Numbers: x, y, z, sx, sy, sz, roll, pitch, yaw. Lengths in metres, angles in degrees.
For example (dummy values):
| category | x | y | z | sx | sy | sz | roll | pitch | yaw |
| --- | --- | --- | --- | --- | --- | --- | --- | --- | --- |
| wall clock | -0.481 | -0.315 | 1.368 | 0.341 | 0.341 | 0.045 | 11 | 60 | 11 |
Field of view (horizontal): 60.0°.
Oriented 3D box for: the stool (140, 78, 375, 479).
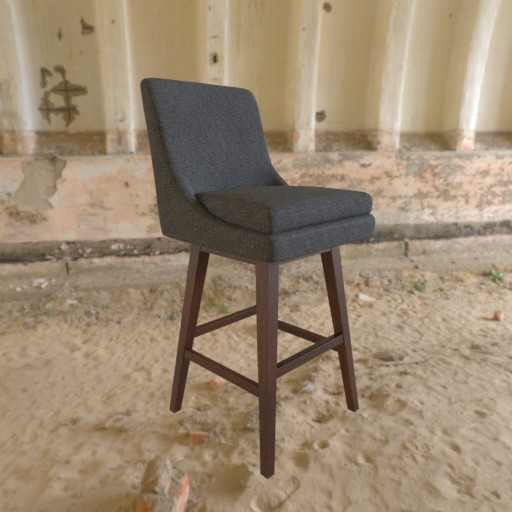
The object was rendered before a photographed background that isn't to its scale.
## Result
| category | x | y | z | sx | sy | sz | roll | pitch | yaw |
| --- | --- | --- | --- | --- | --- | --- | --- | --- | --- |
| stool | 0.000 | 0.000 | 1.398 | 0.572 | 1.068 | 0.489 | 14 | 20 | 43 |
